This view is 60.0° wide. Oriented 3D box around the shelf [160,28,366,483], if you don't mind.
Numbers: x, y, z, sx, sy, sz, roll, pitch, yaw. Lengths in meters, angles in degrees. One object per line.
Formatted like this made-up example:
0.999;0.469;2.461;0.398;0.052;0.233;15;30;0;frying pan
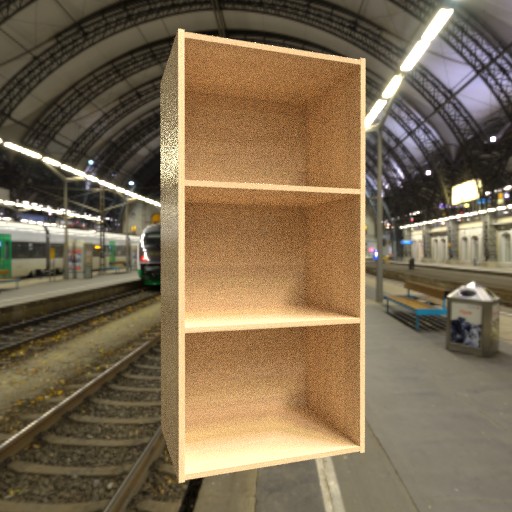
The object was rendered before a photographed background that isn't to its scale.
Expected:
0.000;0.000;1.059;0.417;0.876;0.292;0;0;-19;shelf
